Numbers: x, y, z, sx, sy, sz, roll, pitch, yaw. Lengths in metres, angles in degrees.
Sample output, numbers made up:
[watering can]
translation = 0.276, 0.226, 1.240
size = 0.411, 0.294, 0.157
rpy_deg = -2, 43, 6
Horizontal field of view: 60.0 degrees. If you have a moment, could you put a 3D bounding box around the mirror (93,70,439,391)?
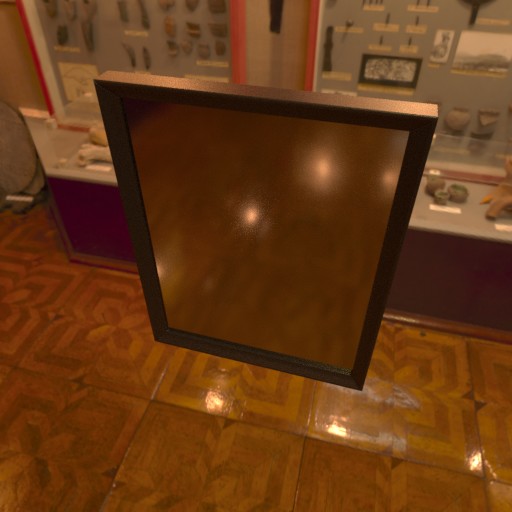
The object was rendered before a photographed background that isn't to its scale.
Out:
[mirror]
translation = 0.000, 0.000, 0.682
size = 0.406, 0.509, 0.041
rpy_deg = 11, 42, 12
